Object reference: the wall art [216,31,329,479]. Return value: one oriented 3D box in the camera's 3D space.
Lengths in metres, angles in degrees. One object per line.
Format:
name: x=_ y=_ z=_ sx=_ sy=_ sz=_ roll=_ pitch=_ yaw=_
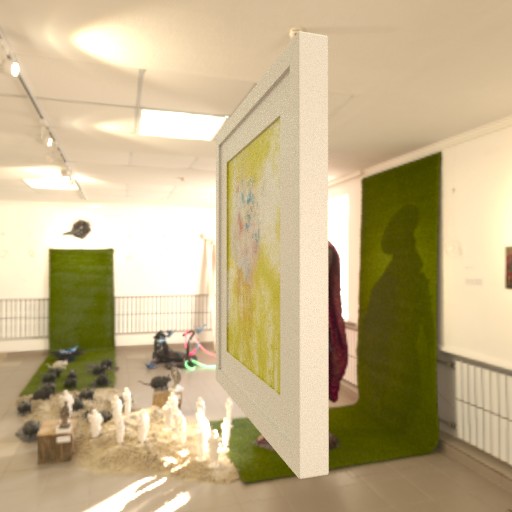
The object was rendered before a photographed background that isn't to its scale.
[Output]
wall art: x=0.000 y=0.000 z=0.537 sx=0.028 sy=0.381 sz=0.331 roll=0 pitch=-1 yaw=-17
